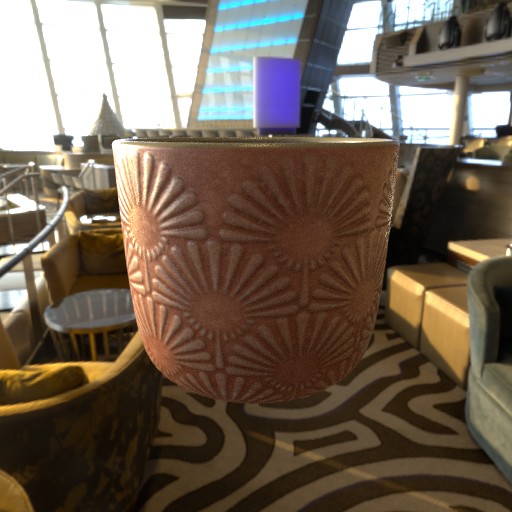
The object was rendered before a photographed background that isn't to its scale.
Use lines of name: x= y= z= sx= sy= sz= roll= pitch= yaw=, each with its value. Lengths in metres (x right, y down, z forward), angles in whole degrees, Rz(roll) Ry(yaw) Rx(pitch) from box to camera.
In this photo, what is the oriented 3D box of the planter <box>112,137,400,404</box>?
planter: x=0.000 y=0.000 z=0.214 sx=0.124 sy=0.109 sz=0.124 roll=0 pitch=16 yaw=0
